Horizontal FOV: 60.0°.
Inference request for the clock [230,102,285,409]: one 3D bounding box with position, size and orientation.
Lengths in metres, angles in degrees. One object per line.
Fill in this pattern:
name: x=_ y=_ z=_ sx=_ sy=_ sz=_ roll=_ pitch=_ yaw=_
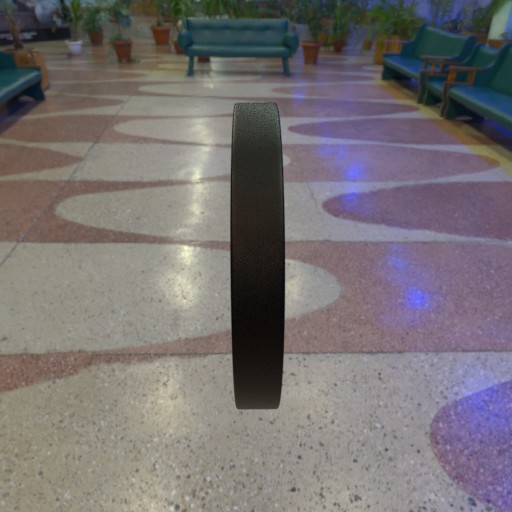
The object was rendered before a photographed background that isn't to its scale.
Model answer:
clock: x=0.000 y=0.000 z=0.479 sx=0.040 sy=0.314 sz=0.314 roll=0 pitch=33 yaw=0
